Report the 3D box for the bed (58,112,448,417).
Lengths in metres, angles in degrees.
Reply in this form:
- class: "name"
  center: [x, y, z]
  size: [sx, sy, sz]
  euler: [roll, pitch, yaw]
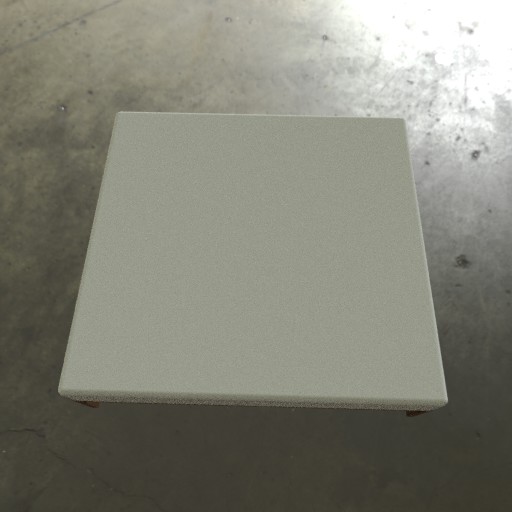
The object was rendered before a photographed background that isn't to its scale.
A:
- class: "bed"
  center: [0.000, 0.000, 2.967]
  size: [2.049, 0.616, 1.930]
  euler: [1, 65, 1]
